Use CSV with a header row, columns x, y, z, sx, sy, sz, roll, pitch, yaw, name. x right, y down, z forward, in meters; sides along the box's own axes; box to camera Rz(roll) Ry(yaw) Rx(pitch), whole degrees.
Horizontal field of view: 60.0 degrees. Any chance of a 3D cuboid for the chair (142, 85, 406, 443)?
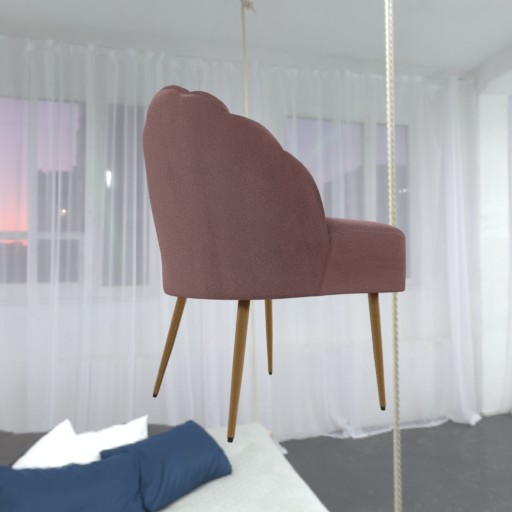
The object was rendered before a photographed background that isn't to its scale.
x,y,z,sx,sy,sz,roll,pitch,yaw,name
0.000,0.000,1.254,0.599,0.819,0.657,2,-3,-35,chair
